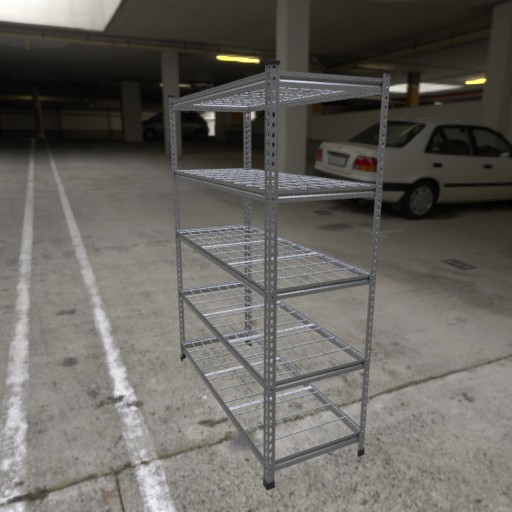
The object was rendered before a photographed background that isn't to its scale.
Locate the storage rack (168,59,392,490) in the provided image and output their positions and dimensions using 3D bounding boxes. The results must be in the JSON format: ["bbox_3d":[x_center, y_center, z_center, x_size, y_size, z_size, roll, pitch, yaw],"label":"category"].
[{"bbox_3d":[0.000,0.000,2.740,0.610,1.981,1.524,-7,16,-25],"label":"storage rack"}]
